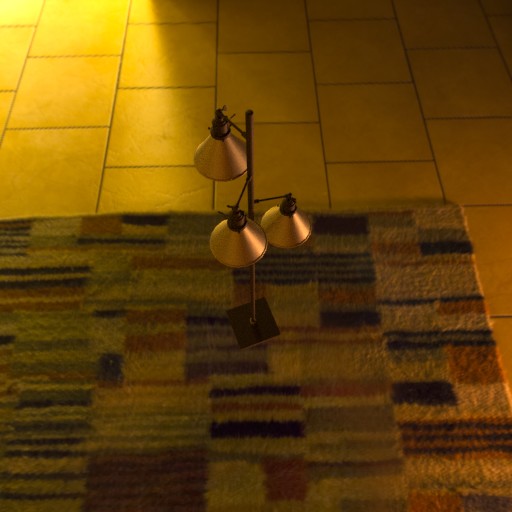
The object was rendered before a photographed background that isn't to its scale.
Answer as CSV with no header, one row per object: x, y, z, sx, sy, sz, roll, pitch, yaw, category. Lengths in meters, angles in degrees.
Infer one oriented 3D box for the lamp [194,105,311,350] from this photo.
0.000,0.000,1.920,0.415,1.716,0.428,-19,65,-10,lamp
